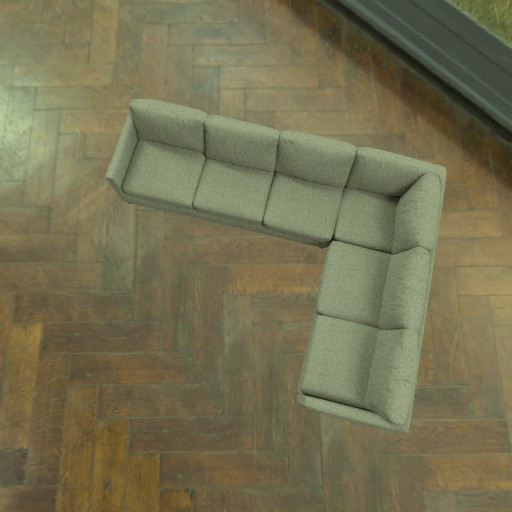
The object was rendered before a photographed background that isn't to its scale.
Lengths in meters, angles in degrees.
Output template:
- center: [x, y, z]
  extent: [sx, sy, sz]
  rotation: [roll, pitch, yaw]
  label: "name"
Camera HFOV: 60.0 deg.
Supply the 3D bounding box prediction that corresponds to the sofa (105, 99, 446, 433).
- center: [0.000, 0.000, 4.399]
  extent: [3.302, 0.947, 2.593]
  rotation: [13, 75, 4]
  label: "sofa"
